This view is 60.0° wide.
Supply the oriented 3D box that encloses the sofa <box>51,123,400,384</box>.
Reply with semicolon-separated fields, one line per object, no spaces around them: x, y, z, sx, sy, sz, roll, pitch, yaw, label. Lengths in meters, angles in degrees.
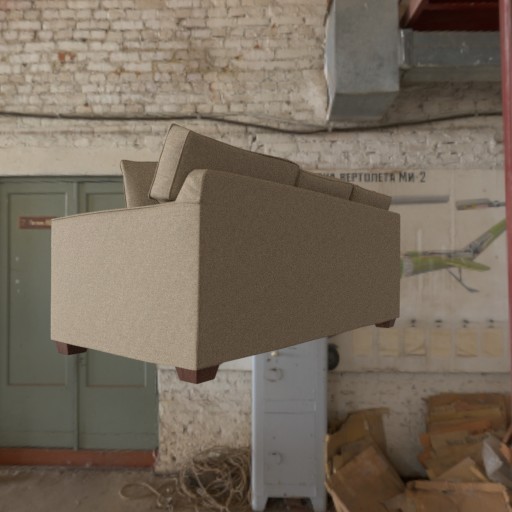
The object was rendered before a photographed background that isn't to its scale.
0.000;0.000;2.585;1.034;0.946;1.963;-1;-2;38;sofa
